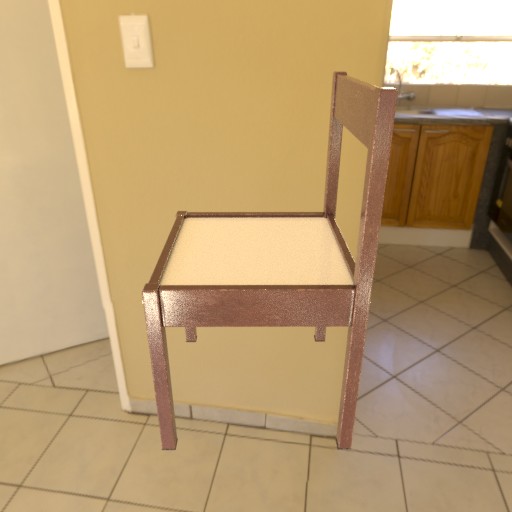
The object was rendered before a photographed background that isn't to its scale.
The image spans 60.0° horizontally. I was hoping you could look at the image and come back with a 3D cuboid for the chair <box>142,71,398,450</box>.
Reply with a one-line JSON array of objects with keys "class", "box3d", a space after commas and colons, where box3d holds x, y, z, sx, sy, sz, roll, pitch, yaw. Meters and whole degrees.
[{"class": "chair", "box3d": [0.000, 0.000, 0.677, 0.285, 0.505, 0.285, 0, 26, 0]}]
